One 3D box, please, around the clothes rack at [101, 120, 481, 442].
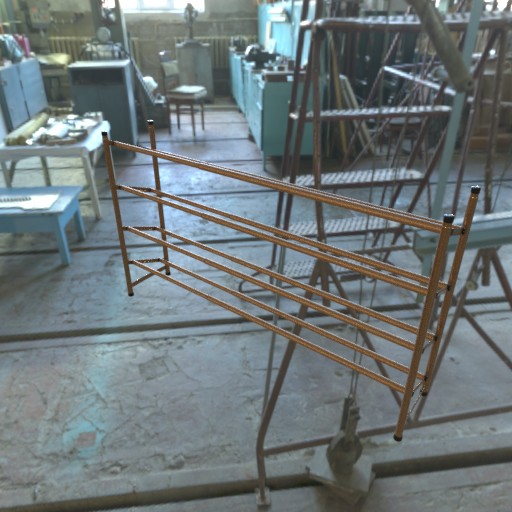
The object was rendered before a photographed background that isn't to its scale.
[{"bbox_3d":[0.000,0.000,1.435,1.168,0.672,0.229,21,35,32],"label":"clothes rack"}]
